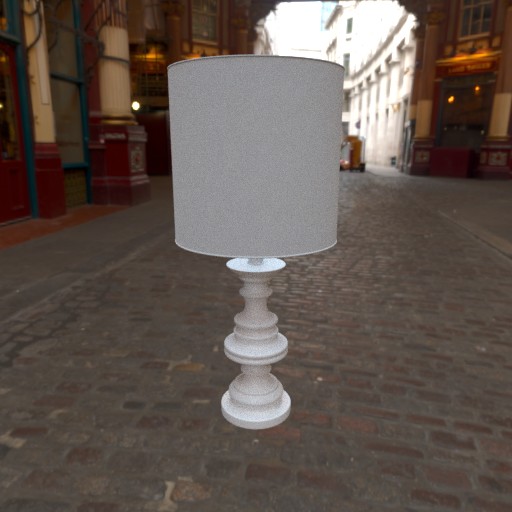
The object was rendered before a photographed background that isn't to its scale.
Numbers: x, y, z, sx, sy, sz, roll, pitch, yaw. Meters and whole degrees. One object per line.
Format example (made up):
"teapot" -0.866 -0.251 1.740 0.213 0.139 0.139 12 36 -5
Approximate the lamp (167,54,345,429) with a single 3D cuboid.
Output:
"lamp" 0.000 0.000 0.586 0.208 0.455 0.208 2 15 8
